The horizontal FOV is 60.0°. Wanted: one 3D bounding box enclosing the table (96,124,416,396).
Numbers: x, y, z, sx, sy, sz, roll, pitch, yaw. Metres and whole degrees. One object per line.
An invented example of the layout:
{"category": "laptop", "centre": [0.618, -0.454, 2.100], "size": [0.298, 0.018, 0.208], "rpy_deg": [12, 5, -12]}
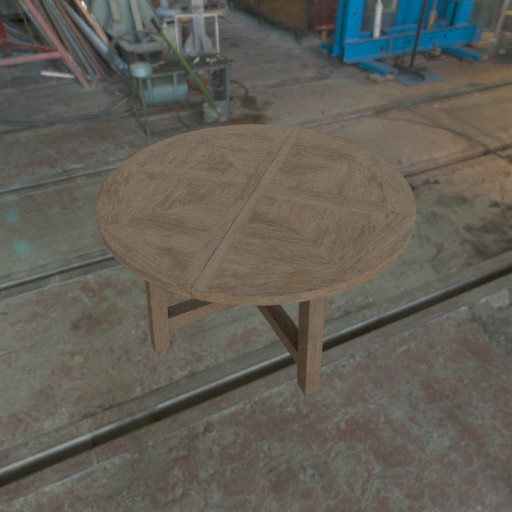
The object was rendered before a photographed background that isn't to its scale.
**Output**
{"category": "table", "centre": [0.000, 0.000, 2.134], "size": [1.319, 0.762, 1.319], "rpy_deg": [0, 40, 0]}
